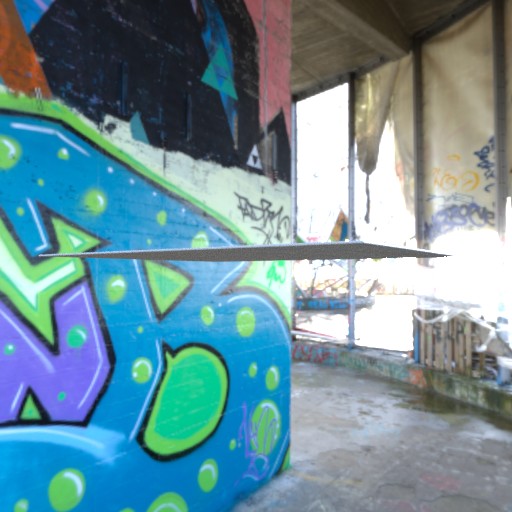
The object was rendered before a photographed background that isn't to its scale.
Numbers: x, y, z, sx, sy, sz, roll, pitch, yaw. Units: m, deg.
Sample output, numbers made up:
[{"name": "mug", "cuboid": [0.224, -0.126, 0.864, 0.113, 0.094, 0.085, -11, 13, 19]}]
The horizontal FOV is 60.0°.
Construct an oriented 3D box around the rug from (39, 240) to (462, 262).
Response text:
[{"name": "rug", "cuboid": [0.000, 0.000, 3.927, 2.945, 0.014, 2.353, -2, -3, 35]}]
